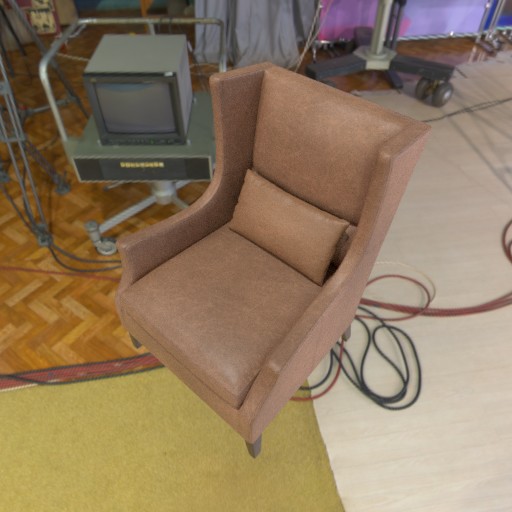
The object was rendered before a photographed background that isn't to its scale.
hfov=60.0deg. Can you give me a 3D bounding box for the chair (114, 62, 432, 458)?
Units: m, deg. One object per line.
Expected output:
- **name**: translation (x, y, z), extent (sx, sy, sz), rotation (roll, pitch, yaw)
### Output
- **chair**: translation (0.000, 0.000, 1.710), extent (0.815, 1.088, 0.913), rotation (33, 56, 27)
